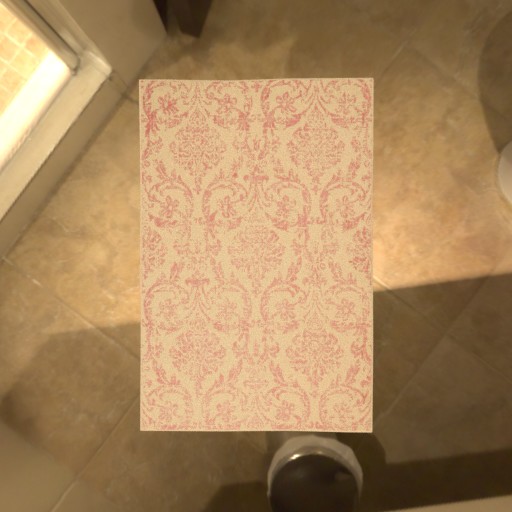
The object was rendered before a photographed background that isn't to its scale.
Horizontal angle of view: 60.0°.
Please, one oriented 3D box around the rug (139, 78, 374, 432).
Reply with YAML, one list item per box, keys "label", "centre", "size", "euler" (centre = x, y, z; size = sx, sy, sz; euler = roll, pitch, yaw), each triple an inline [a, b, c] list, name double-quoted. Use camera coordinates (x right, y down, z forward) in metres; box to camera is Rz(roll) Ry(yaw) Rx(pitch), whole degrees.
- label: "rug"
  centre: [0.000, 0.000, 3.449]
  size: [1.819, 0.018, 2.746]
  euler: [0, 91, 1]
